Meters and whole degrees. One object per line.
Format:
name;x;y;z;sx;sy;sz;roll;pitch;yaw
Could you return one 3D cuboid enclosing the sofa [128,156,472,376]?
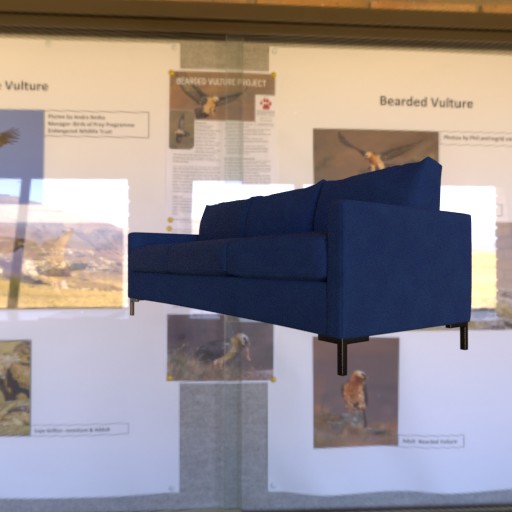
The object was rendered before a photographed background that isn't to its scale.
sofa;0.000;0.000;2.687;0.875;0.879;2.252;1;-1;-35
